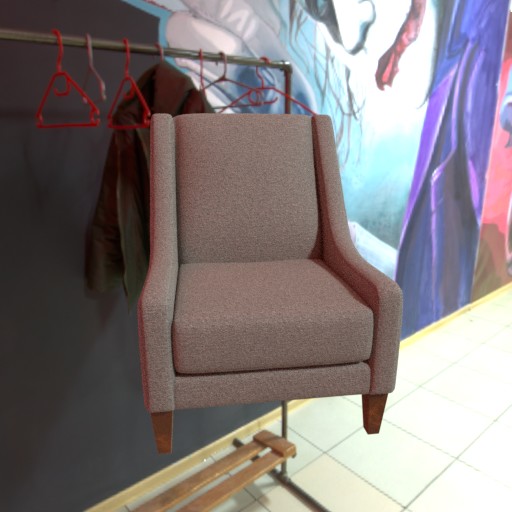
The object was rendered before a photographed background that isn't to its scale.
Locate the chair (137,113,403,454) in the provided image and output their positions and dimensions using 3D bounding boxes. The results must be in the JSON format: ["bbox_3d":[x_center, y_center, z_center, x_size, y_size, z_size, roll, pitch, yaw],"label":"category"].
[{"bbox_3d":[0.000,0.000,1.611,0.774,1.016,0.870,-2,16,-8],"label":"chair"}]
